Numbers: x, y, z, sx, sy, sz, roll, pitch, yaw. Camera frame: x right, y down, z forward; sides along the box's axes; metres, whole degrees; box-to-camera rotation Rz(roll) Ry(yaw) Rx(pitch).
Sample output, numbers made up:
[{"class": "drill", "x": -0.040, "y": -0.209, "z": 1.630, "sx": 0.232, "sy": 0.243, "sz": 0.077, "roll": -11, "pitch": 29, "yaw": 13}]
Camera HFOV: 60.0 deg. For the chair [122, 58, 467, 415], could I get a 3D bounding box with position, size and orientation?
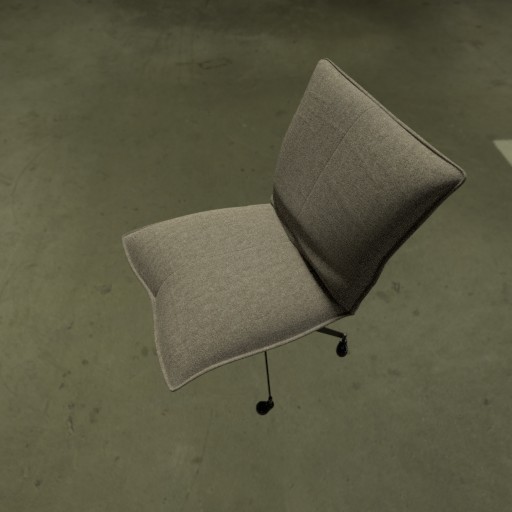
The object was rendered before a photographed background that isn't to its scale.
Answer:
[{"class": "chair", "x": 0.000, "y": 0.000, "z": 1.274, "sx": 0.696, "sy": 0.811, "sz": 0.597, "roll": -17, "pitch": 50, "yaw": -15}]
